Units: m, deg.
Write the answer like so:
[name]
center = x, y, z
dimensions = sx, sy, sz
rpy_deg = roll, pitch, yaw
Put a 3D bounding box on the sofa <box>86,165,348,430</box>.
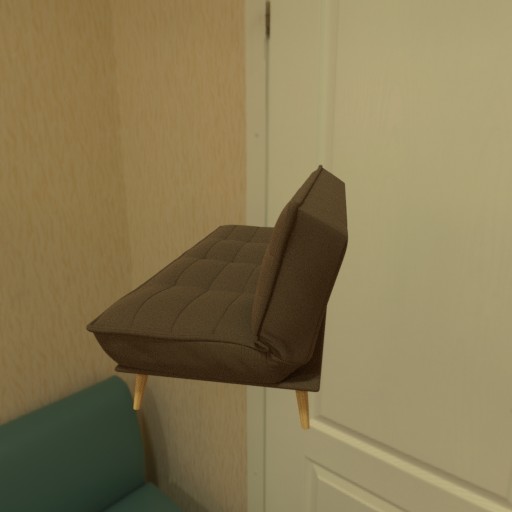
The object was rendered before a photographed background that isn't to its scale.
[sofa]
center = 0.000, 0.000, 2.463
dimensions = 0.950, 0.890, 1.940
rpy_deg = 3, 16, 10
